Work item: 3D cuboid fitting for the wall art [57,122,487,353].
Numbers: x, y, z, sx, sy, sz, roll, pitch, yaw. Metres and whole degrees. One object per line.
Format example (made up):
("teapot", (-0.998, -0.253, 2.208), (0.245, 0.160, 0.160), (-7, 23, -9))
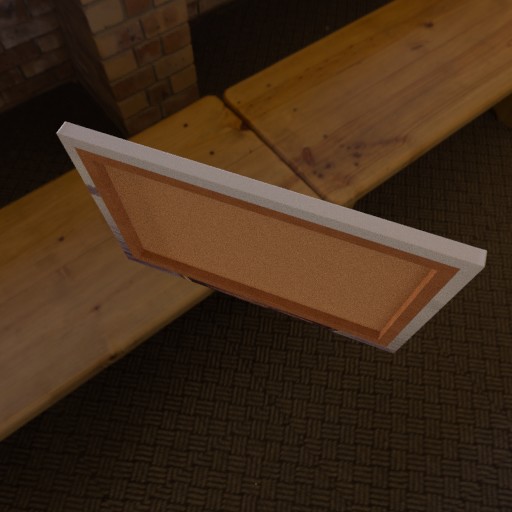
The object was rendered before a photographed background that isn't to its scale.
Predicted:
("wall art", (0.000, 0.000, 1.168), (0.916, 0.609, 0.037), (19, 64, 9))
